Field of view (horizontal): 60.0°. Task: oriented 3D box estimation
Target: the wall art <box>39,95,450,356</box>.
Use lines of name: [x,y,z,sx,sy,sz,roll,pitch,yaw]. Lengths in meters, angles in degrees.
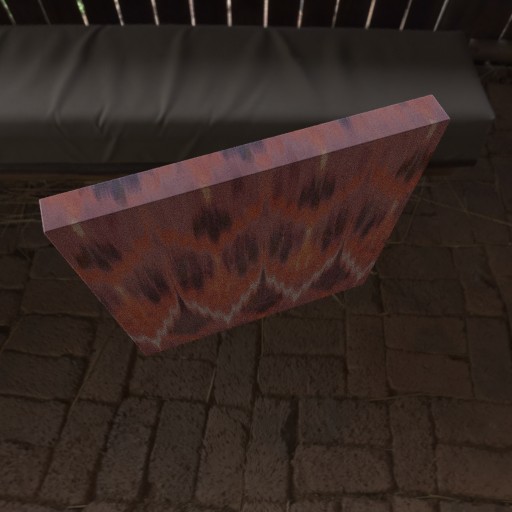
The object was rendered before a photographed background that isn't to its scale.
wall art: [0.000,0.000,0.603,0.403,0.406,0.038,-17,64,-9]
